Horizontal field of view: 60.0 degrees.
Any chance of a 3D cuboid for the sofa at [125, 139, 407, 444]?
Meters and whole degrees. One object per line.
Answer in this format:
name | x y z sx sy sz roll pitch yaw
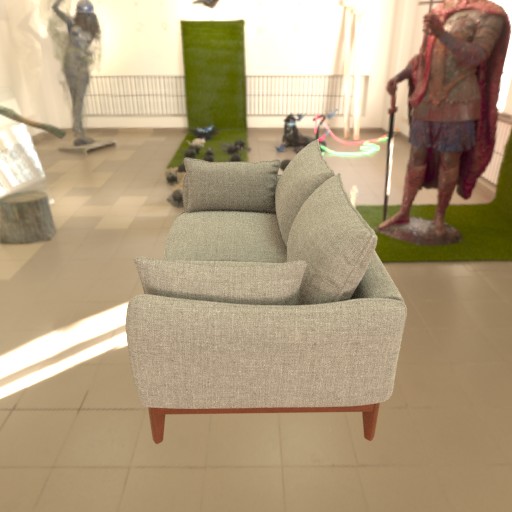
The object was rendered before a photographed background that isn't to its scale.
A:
sofa | 0.000 0.000 2.169 0.972 0.851 1.580 0 27 -1
